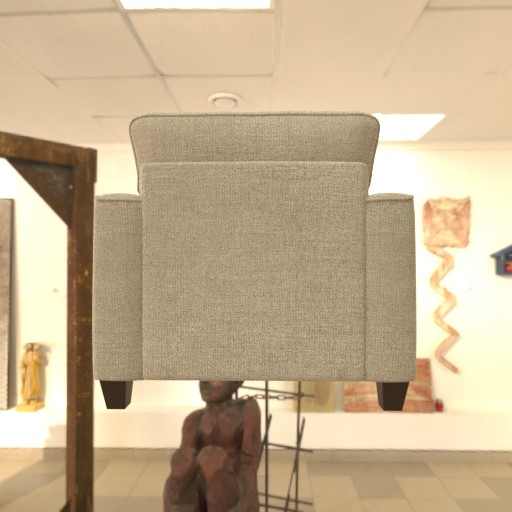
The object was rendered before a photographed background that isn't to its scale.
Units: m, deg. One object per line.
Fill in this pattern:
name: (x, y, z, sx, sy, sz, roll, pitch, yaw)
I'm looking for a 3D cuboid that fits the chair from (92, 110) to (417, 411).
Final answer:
chair: (0.000, 0.000, 1.803, 1.015, 0.965, 0.939, 0, -1, 1)
